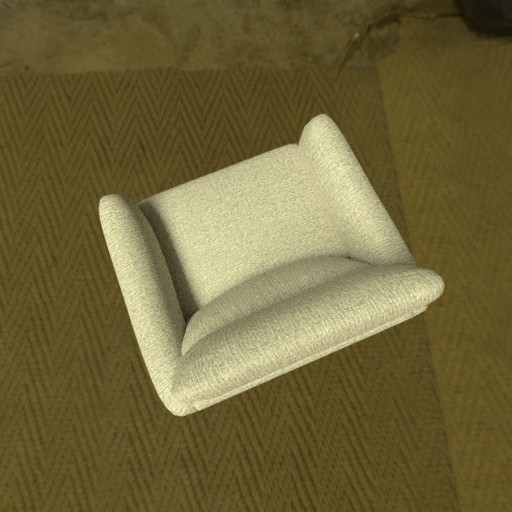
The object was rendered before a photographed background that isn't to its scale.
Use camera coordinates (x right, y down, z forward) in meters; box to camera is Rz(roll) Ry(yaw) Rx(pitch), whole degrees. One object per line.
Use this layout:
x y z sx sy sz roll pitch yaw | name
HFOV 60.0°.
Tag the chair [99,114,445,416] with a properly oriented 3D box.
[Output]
0.000 0.000 1.627 0.972 0.967 0.835 -22 77 -6 | chair
